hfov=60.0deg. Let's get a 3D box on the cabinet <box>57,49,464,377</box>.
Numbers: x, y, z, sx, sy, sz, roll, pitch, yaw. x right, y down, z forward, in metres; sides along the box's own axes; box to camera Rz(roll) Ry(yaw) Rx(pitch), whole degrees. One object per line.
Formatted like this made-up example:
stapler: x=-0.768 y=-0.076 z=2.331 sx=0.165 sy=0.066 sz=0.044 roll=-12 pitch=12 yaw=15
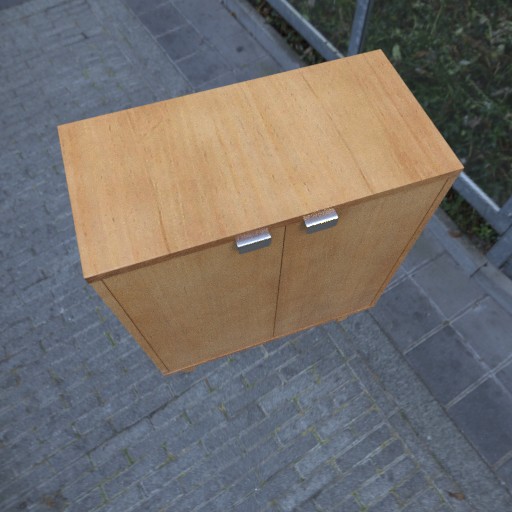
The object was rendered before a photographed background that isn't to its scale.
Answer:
cabinet: x=0.000 y=0.000 z=1.403 sx=0.800 sy=1.001 sz=0.419 roll=-17 pitch=64 yaw=-9
